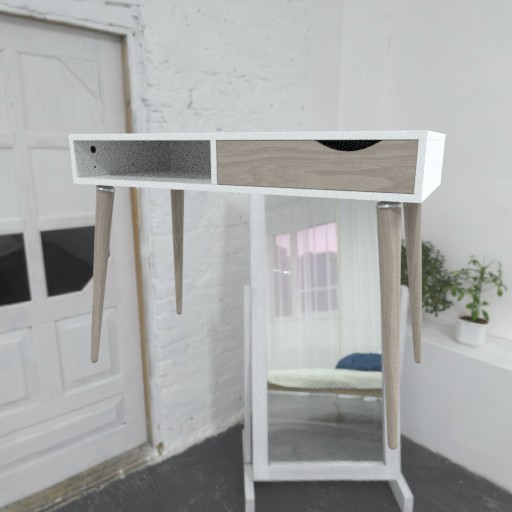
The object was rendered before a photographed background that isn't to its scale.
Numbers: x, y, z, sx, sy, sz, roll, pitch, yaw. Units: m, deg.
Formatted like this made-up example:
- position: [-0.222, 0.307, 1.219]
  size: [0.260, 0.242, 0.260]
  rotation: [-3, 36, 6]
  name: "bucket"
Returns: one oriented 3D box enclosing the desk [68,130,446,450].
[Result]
- position: [0.000, 0.000, 1.365]
  size: [0.979, 0.723, 0.491]
  rotation: [7, 16, 25]
  name: "desk"
